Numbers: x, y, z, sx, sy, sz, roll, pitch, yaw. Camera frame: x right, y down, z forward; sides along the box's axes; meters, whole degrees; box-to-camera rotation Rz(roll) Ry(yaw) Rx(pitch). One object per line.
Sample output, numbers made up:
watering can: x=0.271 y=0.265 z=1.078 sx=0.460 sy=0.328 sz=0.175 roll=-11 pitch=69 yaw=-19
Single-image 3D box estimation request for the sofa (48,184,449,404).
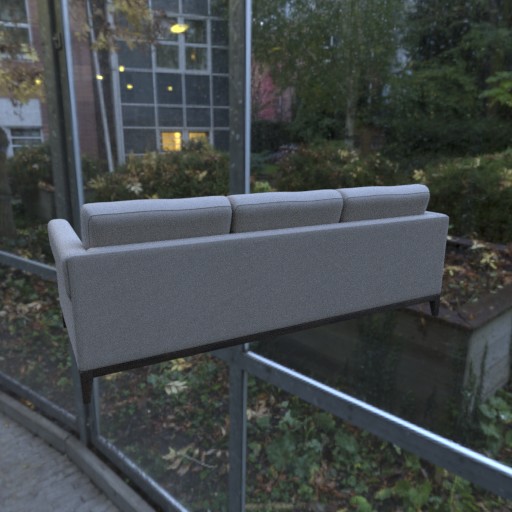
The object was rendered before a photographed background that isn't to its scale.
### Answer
sofa: x=0.000 y=0.000 z=2.686 sx=2.210 sy=0.838 sz=0.959 roll=-7 pitch=16 yaw=-27
